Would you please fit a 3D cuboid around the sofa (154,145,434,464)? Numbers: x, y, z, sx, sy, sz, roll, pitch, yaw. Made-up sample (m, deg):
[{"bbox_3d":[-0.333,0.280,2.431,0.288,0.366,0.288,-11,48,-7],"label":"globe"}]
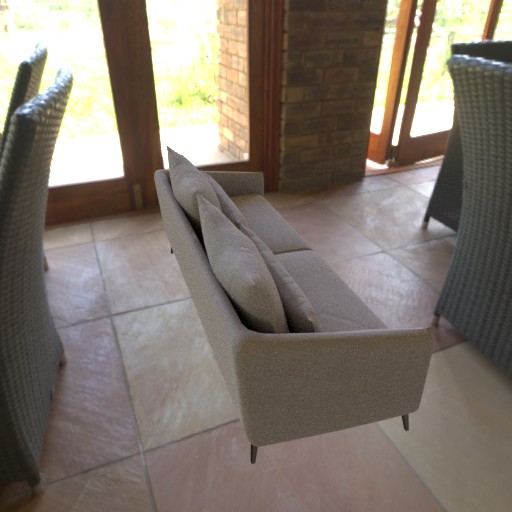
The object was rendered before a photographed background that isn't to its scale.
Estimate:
[{"bbox_3d":[0.000,0.000,2.450,0.809,0.833,2.022,-10,32,-17],"label":"sofa"}]
